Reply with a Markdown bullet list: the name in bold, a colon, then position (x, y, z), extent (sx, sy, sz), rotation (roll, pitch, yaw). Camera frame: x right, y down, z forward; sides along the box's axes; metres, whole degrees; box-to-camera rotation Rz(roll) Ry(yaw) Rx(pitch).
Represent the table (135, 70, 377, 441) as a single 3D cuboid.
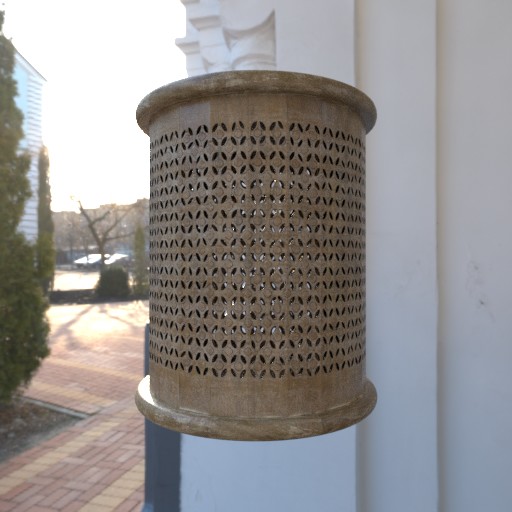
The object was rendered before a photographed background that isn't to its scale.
- **table**: position (0.000, 0.000, 0.771), extent (0.407, 0.482, 0.407), rotation (0, 0, 0)
